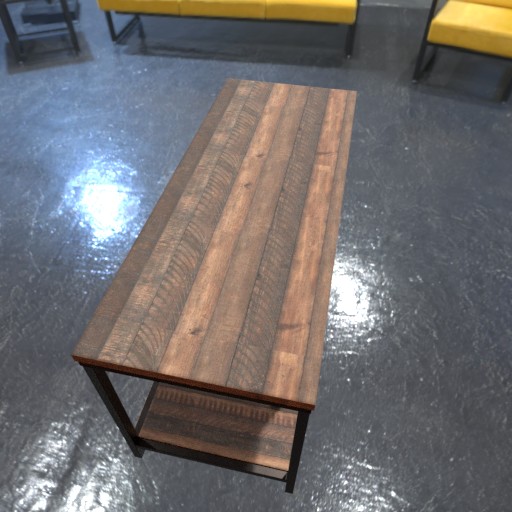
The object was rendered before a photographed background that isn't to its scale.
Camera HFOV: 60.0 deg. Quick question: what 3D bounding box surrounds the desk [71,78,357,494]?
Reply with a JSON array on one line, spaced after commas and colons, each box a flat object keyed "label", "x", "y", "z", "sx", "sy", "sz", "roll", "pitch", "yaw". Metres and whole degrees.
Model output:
[{"label": "desk", "x": 0.000, "y": 0.000, "z": 1.855, "sx": 0.617, "sy": 0.753, "sz": 1.538, "roll": 9, "pitch": 48, "yaw": 8}]
